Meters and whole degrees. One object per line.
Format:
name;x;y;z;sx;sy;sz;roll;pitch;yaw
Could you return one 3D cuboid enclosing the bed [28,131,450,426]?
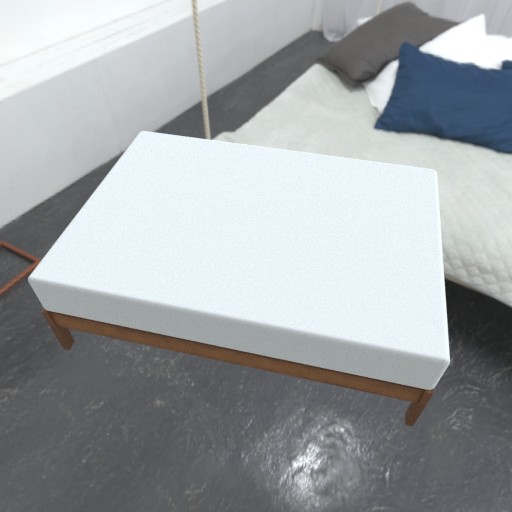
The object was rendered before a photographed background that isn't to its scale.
bed;0.000;0.000;2.587;1.927;0.616;1.348;10;48;9
